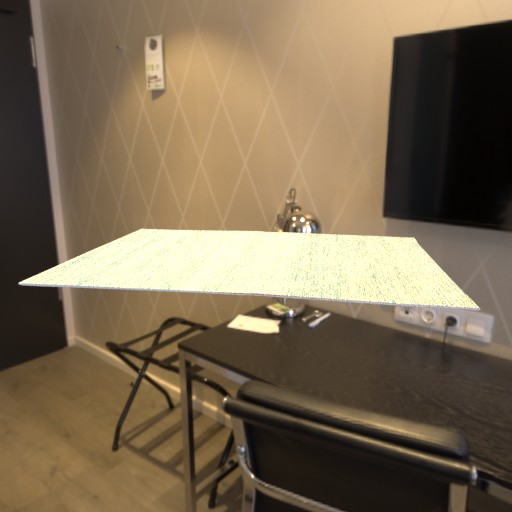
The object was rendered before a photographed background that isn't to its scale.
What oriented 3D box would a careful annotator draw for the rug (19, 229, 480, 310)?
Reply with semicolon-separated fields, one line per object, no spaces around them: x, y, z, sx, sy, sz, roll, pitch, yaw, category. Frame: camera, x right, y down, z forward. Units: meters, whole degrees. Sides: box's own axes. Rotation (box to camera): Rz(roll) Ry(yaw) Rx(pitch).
0.000;0.000;2.930;2.305;0.029;1.593;2;14;9;rug
